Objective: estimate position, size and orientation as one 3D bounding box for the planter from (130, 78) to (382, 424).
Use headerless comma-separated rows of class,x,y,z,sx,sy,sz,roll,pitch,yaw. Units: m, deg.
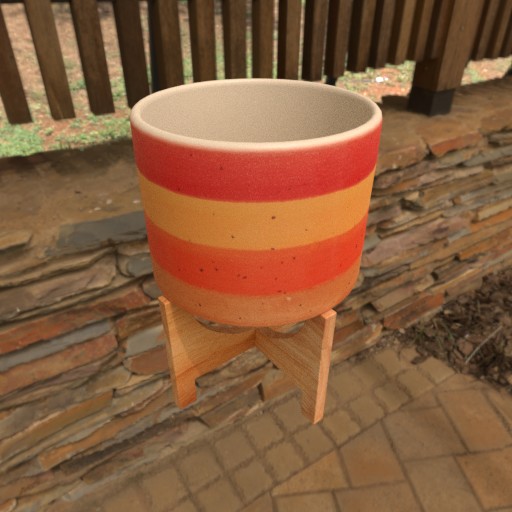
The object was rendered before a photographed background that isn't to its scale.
planter,0.000,0.000,0.564,0.269,0.379,0.269,0,33,0
